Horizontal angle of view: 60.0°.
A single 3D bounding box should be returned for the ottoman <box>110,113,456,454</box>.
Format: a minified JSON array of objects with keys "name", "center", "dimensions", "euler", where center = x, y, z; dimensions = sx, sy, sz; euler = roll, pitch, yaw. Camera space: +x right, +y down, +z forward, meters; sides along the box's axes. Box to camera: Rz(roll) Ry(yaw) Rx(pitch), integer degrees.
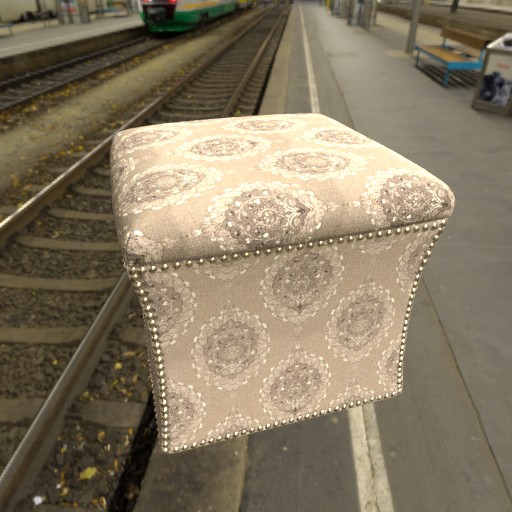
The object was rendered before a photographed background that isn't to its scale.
[{"name":"ottoman","center":[0.000,0.000,0.895],"dimensions":[0.507,0.473,0.497],"euler":[-9,32,-14]}]
